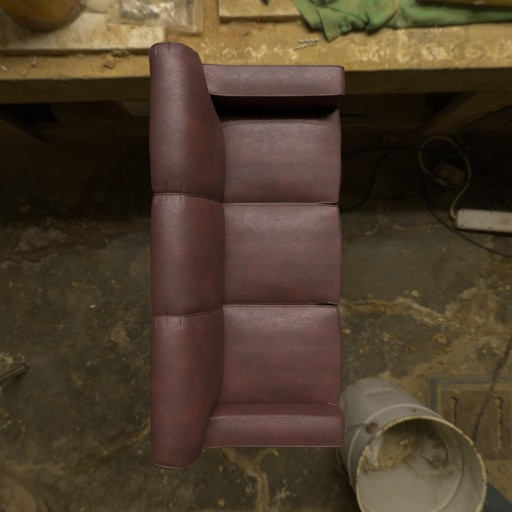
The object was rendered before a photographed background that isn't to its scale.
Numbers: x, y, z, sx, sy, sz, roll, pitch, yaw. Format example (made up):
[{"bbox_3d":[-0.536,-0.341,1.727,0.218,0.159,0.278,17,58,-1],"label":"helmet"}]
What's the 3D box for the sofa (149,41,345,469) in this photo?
[{"bbox_3d":[0.000,0.000,2.485,1.008,0.953,2.039,0,90,0],"label":"sofa"}]
